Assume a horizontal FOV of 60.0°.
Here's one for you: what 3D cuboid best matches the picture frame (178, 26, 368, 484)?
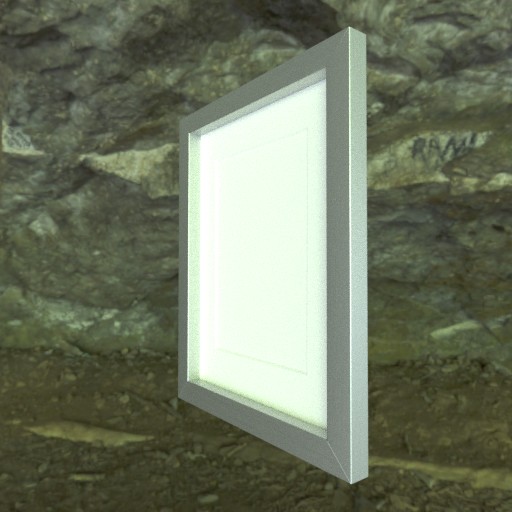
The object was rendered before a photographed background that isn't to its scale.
[{"bbox_3d":[0.000,0.000,0.506,0.036,0.386,0.307,1,-2,-37],"label":"picture frame"}]
